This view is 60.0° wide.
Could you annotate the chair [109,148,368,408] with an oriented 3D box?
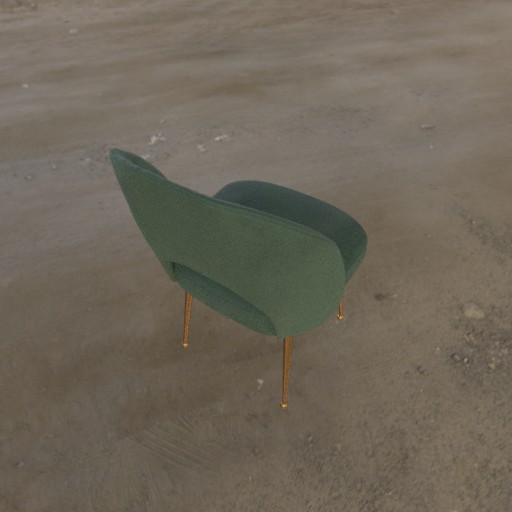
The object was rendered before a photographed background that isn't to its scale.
[{"bbox_3d":[0.000,0.000,1.211,0.527,0.860,0.577,25,51,22],"label":"chair"}]
